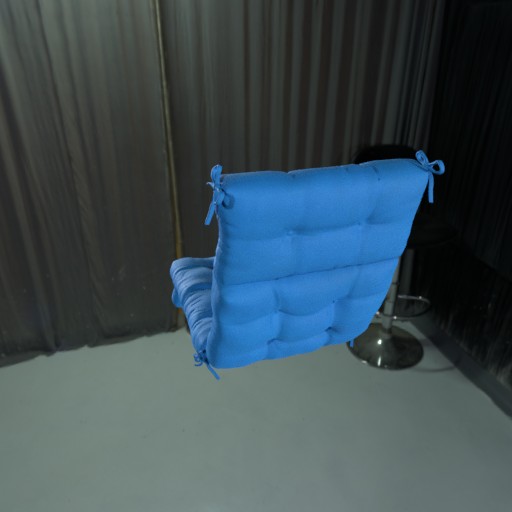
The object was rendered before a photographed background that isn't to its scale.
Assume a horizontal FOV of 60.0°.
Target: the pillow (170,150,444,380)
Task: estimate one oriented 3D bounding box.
[{"bbox_3d":[0.000,0.000,1.464,0.526,0.863,1.016,-8,28,-16],"label":"pillow"}]
